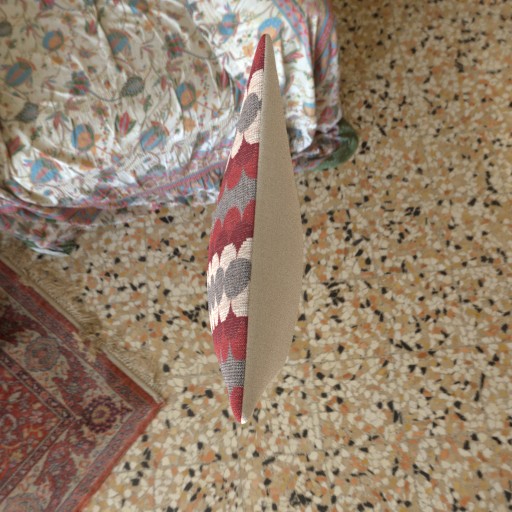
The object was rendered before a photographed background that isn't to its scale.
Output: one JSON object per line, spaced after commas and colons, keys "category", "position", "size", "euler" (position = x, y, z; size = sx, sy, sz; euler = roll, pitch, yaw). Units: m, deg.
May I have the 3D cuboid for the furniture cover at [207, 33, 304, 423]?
{"category": "furniture cover", "position": [0.000, 0.000, 0.652], "size": [0.145, 0.420, 0.435], "euler": [3, 74, 1]}
